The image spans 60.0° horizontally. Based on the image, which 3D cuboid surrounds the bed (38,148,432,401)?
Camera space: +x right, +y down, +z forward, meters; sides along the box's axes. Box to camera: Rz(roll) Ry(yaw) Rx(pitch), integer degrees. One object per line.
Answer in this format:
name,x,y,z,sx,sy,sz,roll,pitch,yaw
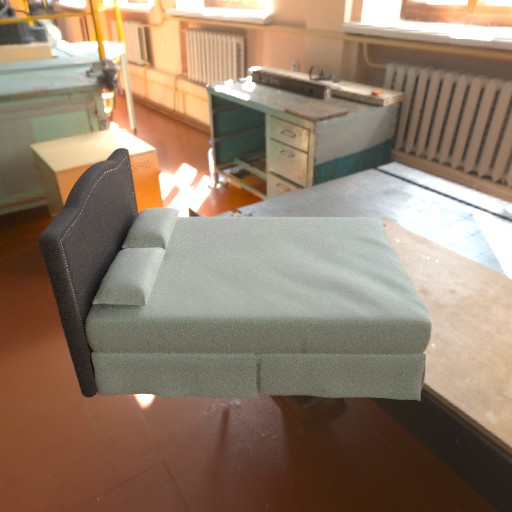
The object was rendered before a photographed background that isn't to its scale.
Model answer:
bed,0.000,0.000,3.581,2.507,1.441,1.741,0,31,0
